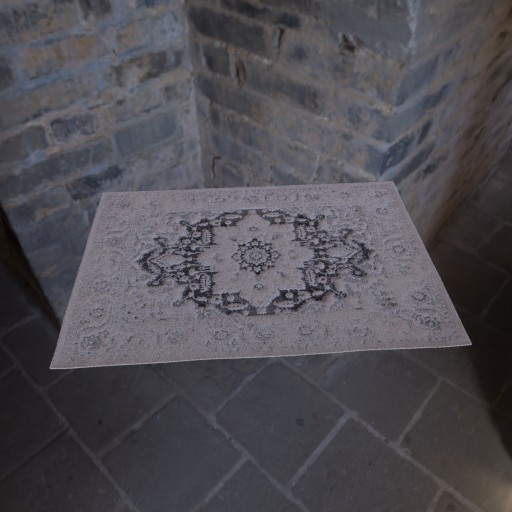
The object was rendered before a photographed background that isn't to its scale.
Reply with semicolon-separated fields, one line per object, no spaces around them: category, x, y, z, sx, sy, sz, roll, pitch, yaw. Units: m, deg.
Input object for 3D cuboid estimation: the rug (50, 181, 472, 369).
rug;0.000;0.000;2.320;1.813;0.008;1.223;-3;45;-3
